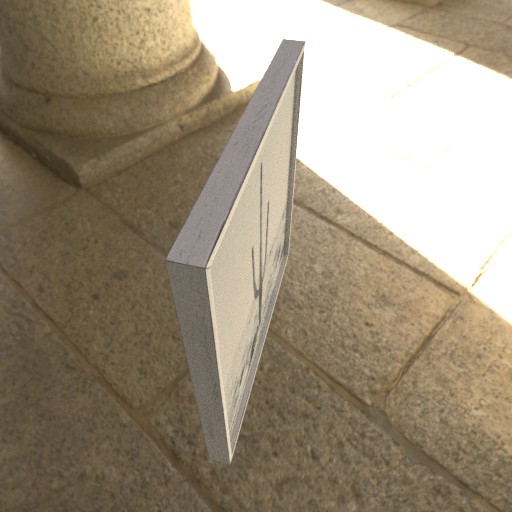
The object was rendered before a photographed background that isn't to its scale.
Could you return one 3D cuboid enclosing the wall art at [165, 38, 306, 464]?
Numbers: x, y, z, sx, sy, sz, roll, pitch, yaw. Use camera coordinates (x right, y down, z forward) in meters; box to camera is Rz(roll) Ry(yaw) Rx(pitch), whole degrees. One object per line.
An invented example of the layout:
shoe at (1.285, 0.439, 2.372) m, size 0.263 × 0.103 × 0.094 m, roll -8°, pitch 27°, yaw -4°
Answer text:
wall art at (0.000, 0.000, 0.742) m, size 0.038 × 0.508 × 0.508 m, roll 11°, pitch 48°, yaw 10°
